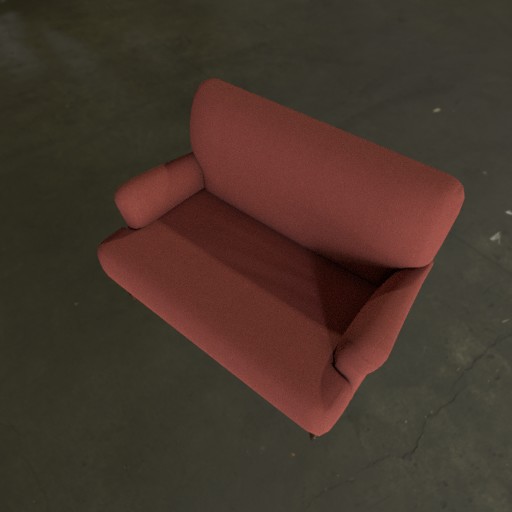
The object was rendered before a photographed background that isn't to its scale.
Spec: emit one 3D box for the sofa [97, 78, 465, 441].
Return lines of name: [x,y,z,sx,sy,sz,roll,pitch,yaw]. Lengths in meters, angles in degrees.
sofa: [0.000,0.000,1.812,1.297,0.889,0.779,32,55,25]
